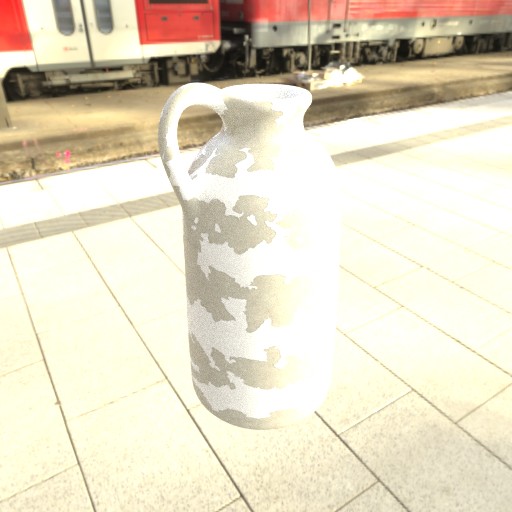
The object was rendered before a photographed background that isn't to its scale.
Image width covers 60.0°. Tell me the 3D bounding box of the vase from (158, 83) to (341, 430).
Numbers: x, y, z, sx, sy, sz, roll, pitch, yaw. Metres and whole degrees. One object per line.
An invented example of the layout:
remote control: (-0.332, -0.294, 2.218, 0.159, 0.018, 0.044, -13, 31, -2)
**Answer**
vase: (0.000, 0.000, 0.503, 0.203, 0.382, 0.186, -19, 36, -30)
